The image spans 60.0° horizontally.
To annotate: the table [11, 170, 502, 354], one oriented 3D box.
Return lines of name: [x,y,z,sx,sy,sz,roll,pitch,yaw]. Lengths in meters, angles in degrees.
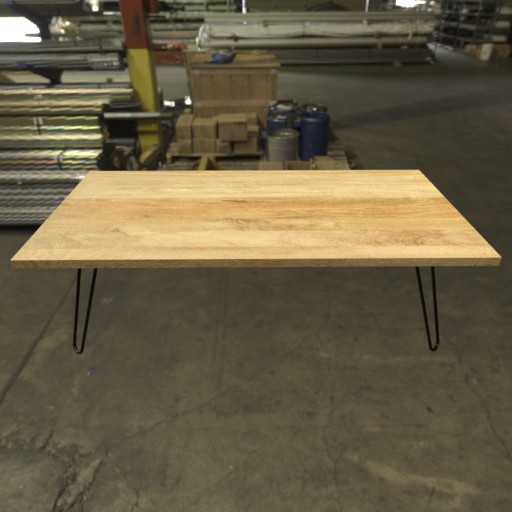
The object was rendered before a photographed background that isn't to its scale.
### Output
table: [0.000,0.000,1.616,1.348,0.400,0.699,0,31,-1]
